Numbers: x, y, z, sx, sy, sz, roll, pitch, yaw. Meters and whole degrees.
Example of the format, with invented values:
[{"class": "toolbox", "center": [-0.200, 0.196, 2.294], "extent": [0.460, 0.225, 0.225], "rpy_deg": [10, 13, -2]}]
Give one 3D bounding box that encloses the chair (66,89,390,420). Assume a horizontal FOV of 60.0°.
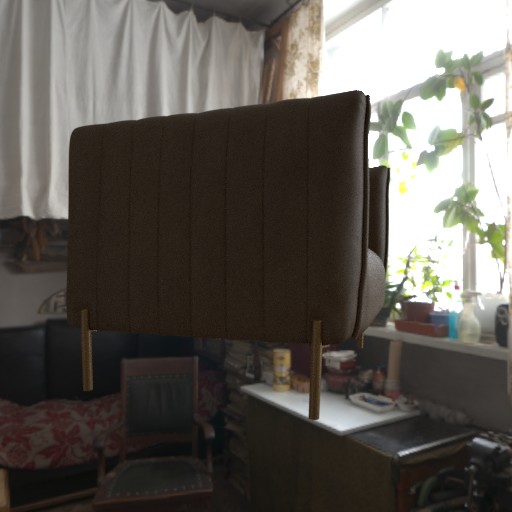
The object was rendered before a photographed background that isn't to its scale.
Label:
[{"class": "chair", "center": [0.000, 0.000, 1.578], "extent": [0.876, 0.779, 0.981], "rpy_deg": [0, -1, 20]}]
